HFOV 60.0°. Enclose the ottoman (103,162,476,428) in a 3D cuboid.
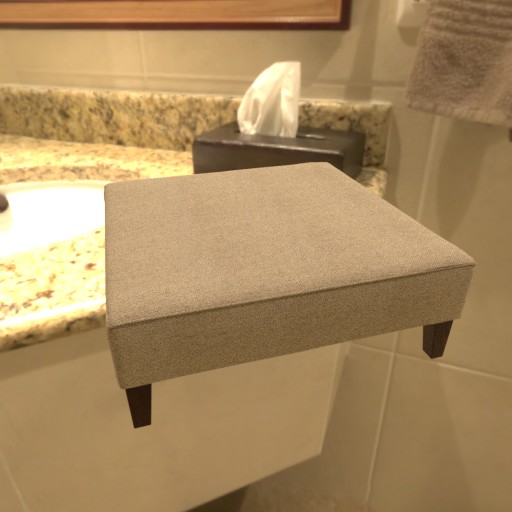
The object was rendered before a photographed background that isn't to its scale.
[{"bbox_3d":[0.000,0.000,1.551,0.982,0.381,0.973,-8,30,-15],"label":"ottoman"}]
